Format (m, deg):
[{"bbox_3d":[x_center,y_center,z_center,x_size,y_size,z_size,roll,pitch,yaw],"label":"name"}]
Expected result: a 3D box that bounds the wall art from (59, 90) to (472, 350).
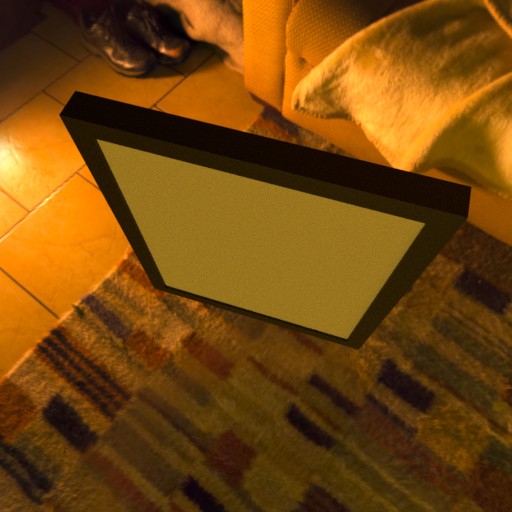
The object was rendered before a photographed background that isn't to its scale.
[{"bbox_3d":[0.000,0.000,0.519,0.330,0.381,0.029,16,65,8],"label":"wall art"}]
